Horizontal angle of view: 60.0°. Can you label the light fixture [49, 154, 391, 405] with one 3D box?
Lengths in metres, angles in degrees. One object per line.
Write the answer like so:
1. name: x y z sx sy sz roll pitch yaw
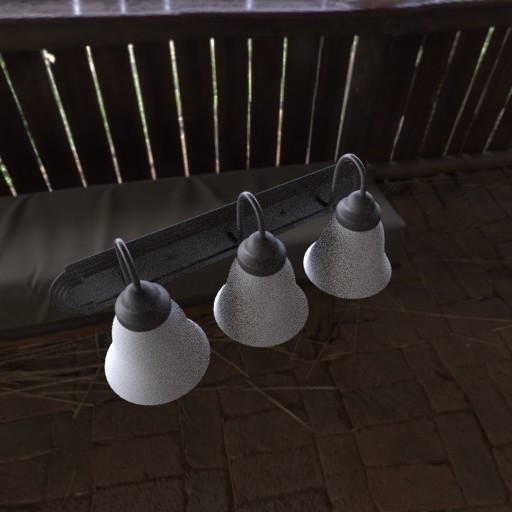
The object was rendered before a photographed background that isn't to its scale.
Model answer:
1. light fixture: 0.000 0.000 0.705 0.610 0.222 0.199 -23 50 -21
